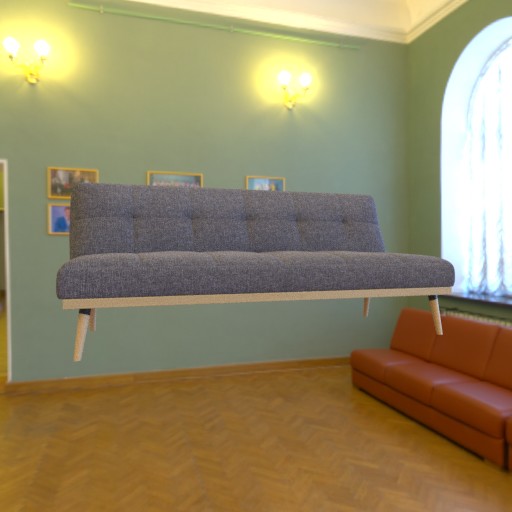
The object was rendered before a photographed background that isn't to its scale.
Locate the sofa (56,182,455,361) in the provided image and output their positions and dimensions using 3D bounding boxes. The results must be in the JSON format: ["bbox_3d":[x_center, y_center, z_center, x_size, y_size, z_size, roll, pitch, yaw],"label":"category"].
[{"bbox_3d":[0.000,0.000,2.281,1.820,0.770,0.820,0,1,-18],"label":"sofa"}]
